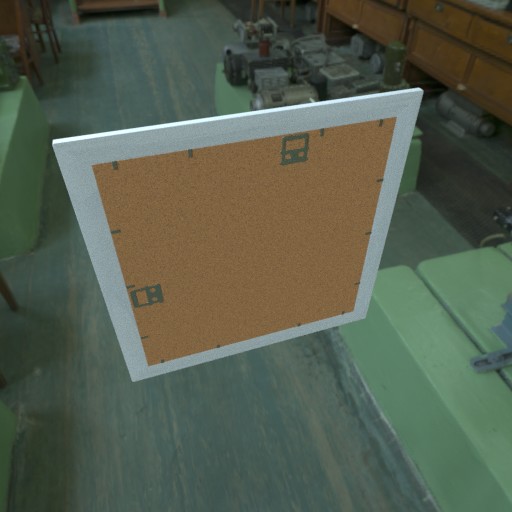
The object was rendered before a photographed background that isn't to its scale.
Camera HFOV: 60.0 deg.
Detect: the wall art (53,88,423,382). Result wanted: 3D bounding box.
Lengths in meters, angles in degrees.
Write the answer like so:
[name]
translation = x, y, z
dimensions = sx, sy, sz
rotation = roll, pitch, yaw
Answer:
[wall art]
translation = 0.000, 0.000, 0.866
dimensions = 0.584, 0.584, 0.013
rotation = -13, 44, -14
